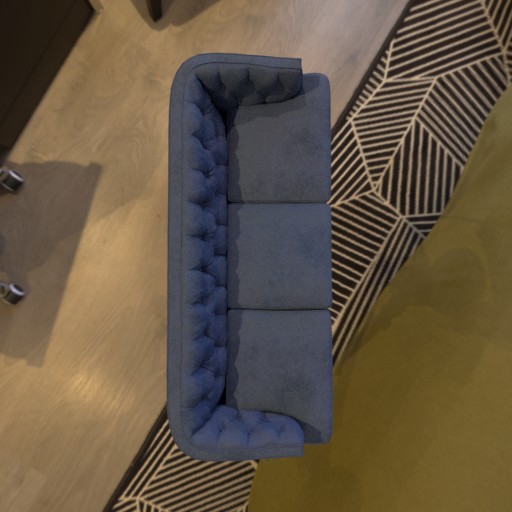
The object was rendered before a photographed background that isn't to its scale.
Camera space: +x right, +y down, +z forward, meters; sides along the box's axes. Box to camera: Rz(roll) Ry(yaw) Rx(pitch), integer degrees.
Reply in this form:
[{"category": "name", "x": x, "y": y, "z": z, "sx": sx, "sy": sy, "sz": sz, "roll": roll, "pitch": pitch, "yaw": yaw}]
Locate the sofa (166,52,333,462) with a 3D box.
[{"category": "sofa", "x": 0.000, "y": 0.000, "z": 2.747, "sx": 0.941, "sy": 0.855, "sz": 2.278, "roll": 0, "pitch": 88, "yaw": 1}]
